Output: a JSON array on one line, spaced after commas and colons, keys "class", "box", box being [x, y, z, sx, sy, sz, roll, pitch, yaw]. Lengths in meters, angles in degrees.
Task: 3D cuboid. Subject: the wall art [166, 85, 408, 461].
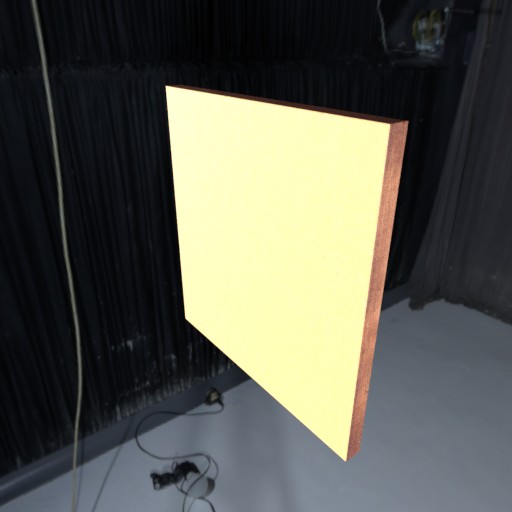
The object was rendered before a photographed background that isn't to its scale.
[{"class": "wall art", "box": [0.000, 0.000, 0.849, 0.037, 0.572, 0.554, -19, 32, -33]}]
